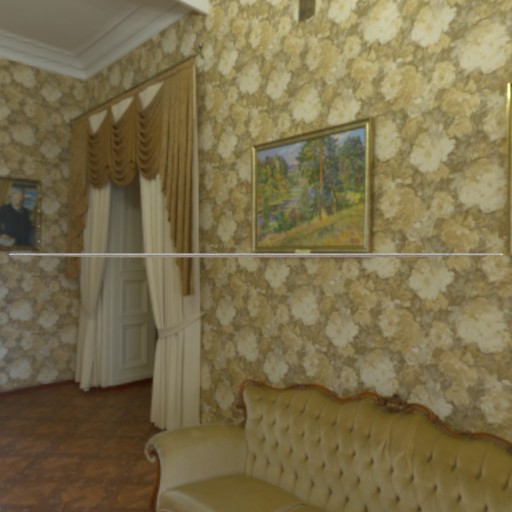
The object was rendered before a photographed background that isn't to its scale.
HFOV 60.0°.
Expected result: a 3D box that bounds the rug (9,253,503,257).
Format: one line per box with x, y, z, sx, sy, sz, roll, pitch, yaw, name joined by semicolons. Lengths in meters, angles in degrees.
0.000;0.000;2.266;1.850;0.006;1.234;0;-1;0;rug
